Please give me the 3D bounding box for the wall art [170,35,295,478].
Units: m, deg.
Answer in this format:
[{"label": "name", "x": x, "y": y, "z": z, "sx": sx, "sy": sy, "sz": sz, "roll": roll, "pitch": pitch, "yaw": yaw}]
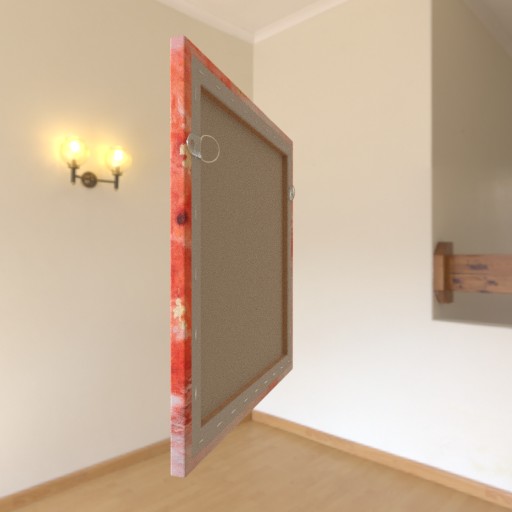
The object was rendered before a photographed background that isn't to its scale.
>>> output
[{"label": "wall art", "x": 0.000, "y": 0.000, "z": 1.291, "sx": 0.066, "sy": 0.878, "sz": 0.878, "roll": 0, "pitch": 0, "yaw": 19}]
